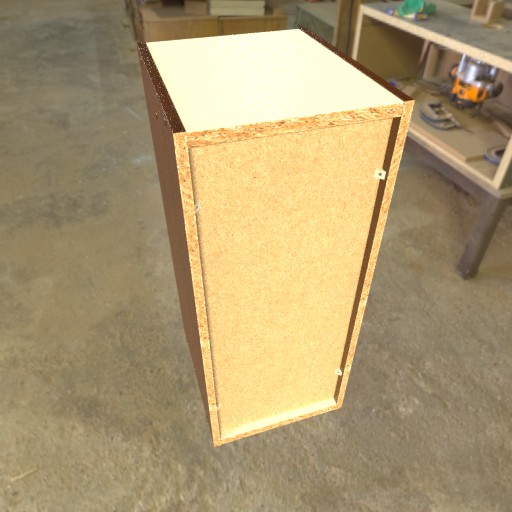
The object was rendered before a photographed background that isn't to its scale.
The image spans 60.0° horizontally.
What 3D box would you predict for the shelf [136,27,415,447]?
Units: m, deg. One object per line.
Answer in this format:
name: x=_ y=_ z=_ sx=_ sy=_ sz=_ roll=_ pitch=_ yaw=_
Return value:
shelf: x=0.000 y=0.000 z=0.728 sx=0.253 sy=0.600 sz=0.290 roll=-12 pitch=43 yaw=-13
